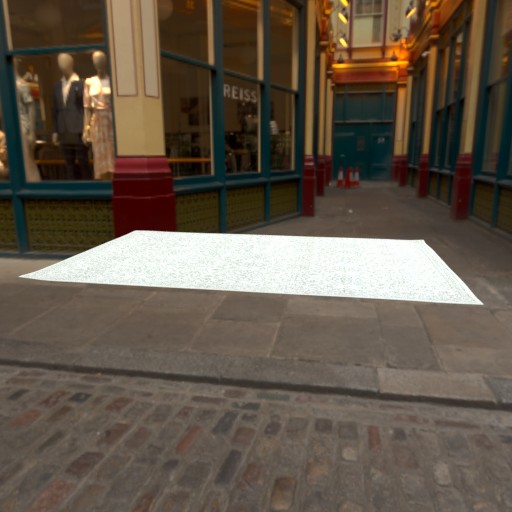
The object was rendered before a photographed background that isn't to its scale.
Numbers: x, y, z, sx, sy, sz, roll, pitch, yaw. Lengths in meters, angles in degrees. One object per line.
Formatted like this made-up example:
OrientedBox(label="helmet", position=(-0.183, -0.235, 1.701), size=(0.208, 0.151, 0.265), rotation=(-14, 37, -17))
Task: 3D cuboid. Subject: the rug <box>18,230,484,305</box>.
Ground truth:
OrientedBox(label="rug", position=(0.000, 0.000, 2.989), size=(2.434, 0.023, 1.518), rotation=(2, 14, 10))
